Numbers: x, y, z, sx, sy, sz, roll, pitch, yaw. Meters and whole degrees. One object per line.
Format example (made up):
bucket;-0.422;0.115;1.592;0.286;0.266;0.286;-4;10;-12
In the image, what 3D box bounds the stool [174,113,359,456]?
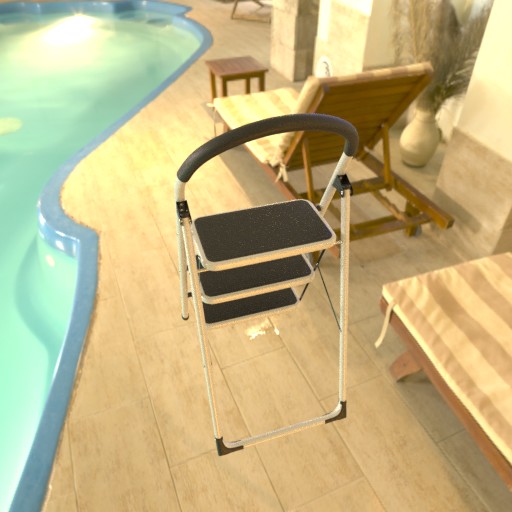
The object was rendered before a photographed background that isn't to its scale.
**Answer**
stool;0.000;0.000;1.435;0.485;1.109;0.676;-11;41;-13
